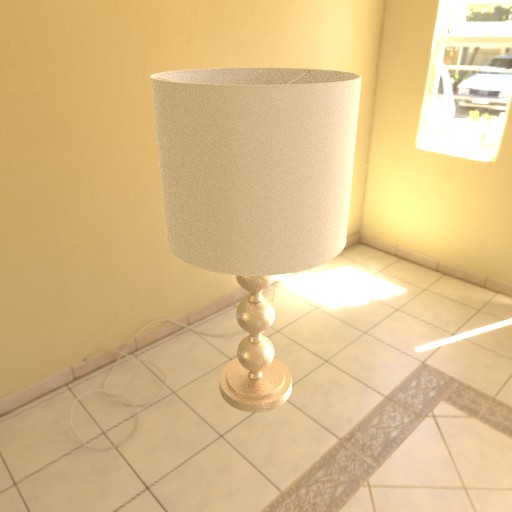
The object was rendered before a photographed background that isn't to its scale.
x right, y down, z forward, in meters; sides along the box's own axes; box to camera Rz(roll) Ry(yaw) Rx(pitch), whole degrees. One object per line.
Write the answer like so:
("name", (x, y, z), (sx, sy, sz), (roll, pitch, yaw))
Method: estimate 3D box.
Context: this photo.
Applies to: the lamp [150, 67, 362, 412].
("lamp", (0.000, 0.000, 0.708), (0.277, 0.538, 0.277), (19, 32, 33))
